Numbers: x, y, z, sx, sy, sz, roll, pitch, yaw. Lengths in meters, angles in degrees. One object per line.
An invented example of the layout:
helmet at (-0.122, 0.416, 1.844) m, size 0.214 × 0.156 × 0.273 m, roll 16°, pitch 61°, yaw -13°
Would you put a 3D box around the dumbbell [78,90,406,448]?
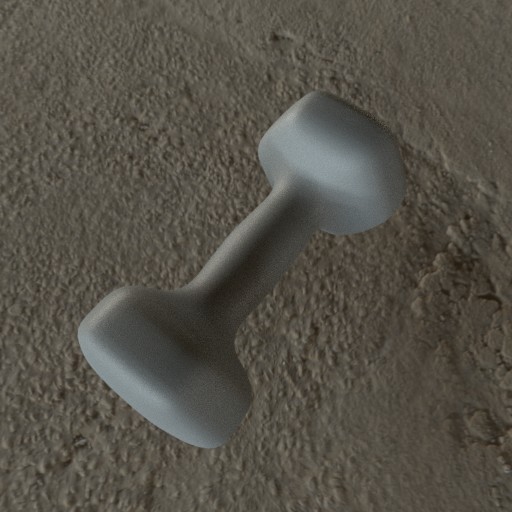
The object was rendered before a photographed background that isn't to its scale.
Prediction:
dumbbell at (0.000, 0.000, 0.229) m, size 0.090 × 0.081 × 0.184 m, roll 35°, pitch 69°, yaw 16°
